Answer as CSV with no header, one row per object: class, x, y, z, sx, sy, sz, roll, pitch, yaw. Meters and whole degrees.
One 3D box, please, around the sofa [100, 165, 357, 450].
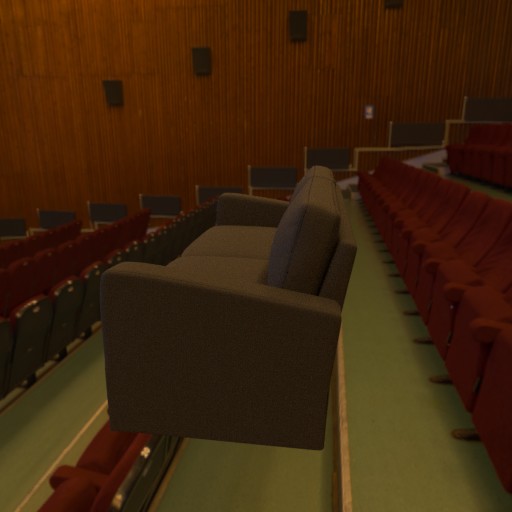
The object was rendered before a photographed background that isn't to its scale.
sofa,0.000,0.000,2.329,0.898,0.839,1.852,2,16,8
